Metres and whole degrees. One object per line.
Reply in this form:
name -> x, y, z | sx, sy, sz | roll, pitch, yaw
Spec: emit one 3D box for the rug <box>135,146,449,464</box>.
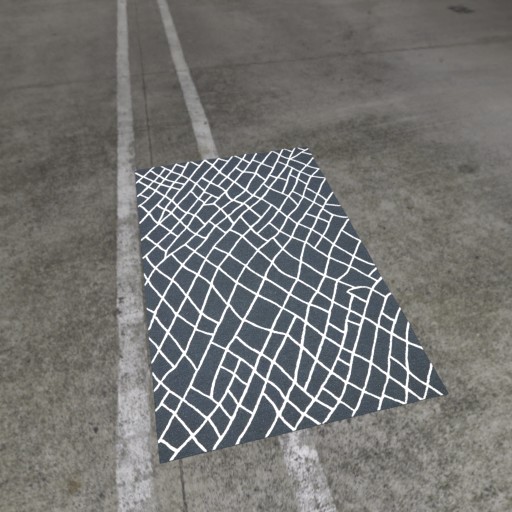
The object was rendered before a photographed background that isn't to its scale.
rug -> 0.000, 0.000, 3.052 | 1.529, 0.017, 2.448 | -10, 47, -9
